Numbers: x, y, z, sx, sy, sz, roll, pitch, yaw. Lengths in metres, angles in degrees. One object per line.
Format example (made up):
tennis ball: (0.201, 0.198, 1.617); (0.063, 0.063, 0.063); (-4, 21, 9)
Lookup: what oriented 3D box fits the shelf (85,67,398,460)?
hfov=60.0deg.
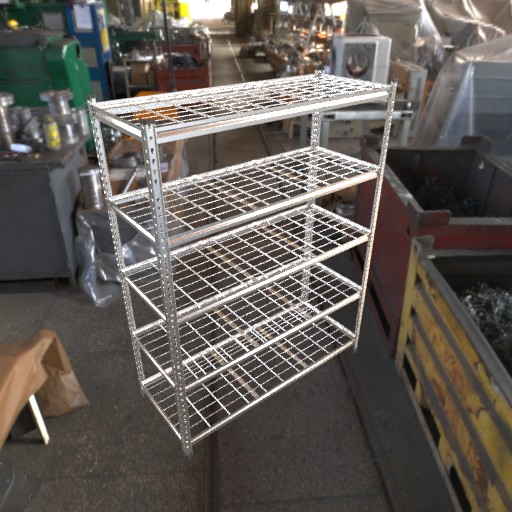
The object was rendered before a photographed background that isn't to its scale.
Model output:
shelf: (0.000, 0.000, 2.734); (1.524, 1.981, 0.610); (-22, 37, -32)
